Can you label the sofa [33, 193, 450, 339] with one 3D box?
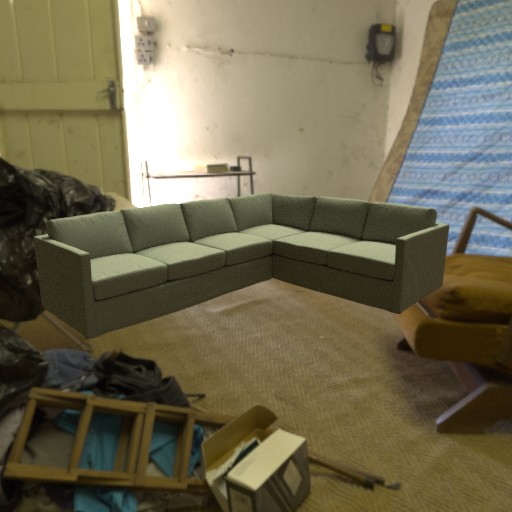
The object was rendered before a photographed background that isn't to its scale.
[{"bbox_3d":[0.000,0.000,4.255,2.432,0.871,3.182,14,20,42],"label":"sofa"}]
